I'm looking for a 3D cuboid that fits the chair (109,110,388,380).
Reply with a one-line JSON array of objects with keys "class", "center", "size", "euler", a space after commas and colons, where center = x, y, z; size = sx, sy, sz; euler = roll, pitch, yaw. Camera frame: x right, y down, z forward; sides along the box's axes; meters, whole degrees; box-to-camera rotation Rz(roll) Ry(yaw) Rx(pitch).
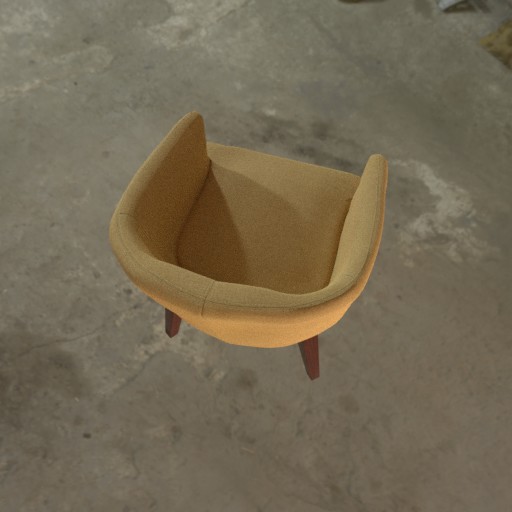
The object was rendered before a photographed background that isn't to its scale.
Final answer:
[{"class": "chair", "center": [0.000, 0.000, 1.257], "size": [0.583, 0.811, 0.655], "euler": [16, 64, 8]}]
